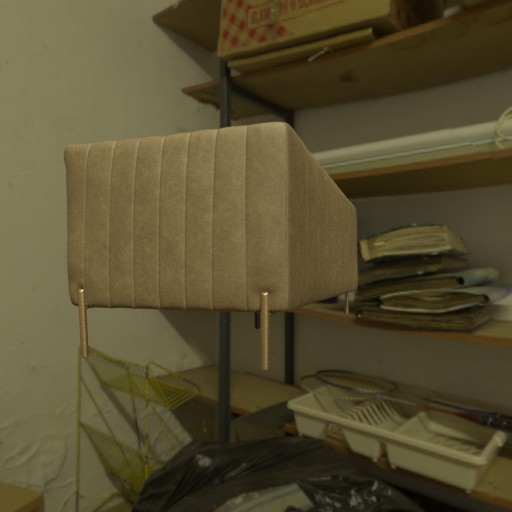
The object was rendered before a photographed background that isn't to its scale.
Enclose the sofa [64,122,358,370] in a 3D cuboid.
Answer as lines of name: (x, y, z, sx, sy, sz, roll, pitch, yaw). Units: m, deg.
sofa: (0.000, 0.000, 2.380, 0.876, 0.779, 1.980, -1, -3, 19)
